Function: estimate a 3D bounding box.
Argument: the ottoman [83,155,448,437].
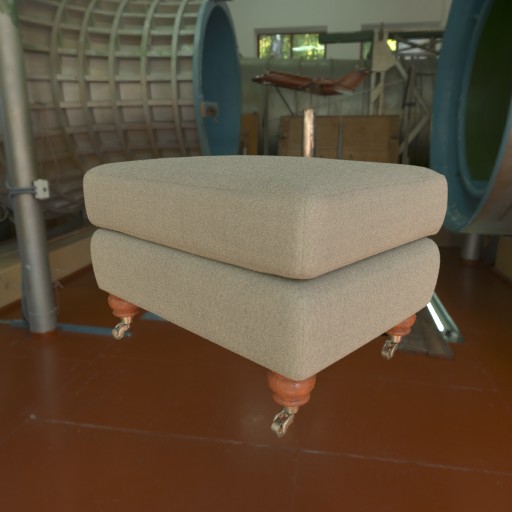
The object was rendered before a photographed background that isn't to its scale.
[{"bbox_3d":[0.000,0.000,1.153,0.773,0.504,0.569,14,21,42],"label":"ottoman"}]
